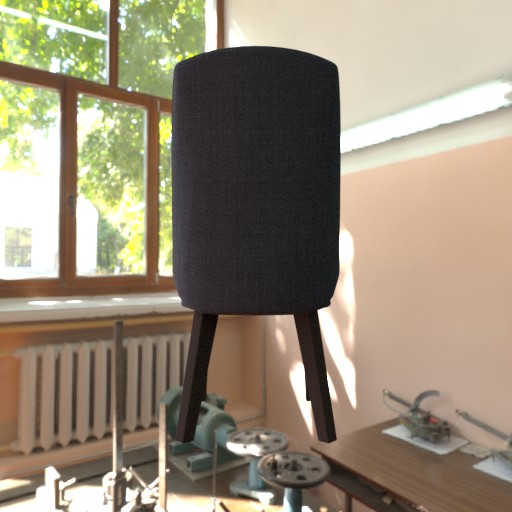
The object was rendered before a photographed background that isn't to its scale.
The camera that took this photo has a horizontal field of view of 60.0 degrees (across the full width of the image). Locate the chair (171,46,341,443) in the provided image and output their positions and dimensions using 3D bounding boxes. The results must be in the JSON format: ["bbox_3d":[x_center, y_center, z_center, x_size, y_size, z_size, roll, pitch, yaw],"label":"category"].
[{"bbox_3d":[0.000,0.000,1.389,0.510,1.050,0.577,0,-1,0],"label":"chair"}]
